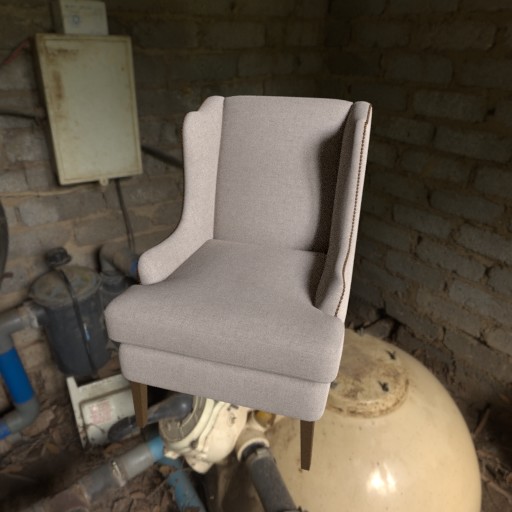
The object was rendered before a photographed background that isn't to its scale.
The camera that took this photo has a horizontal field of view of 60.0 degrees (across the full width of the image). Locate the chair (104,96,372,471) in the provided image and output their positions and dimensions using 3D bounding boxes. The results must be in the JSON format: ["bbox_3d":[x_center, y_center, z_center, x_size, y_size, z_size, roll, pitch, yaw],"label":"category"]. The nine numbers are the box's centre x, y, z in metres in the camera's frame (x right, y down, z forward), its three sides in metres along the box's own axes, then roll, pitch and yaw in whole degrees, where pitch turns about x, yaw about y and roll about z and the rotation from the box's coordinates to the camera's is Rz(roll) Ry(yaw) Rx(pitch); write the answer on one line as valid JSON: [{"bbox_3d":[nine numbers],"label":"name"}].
[{"bbox_3d":[0.000,0.000,1.647,0.737,1.029,0.940,8,27,15],"label":"chair"}]
